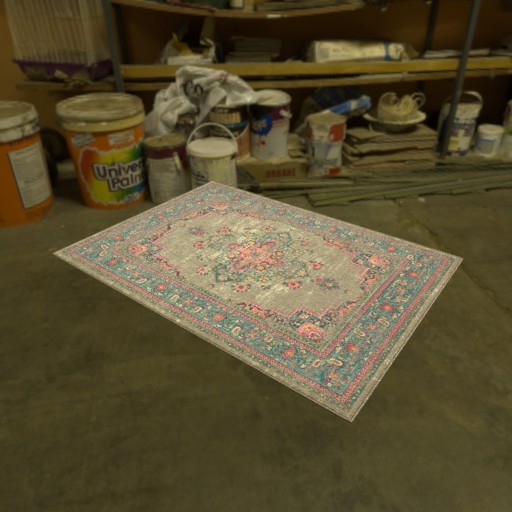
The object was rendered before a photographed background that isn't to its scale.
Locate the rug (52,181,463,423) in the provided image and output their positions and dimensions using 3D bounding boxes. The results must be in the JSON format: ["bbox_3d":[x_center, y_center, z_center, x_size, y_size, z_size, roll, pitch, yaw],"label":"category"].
[{"bbox_3d":[0.000,0.000,2.940,2.214,0.013,1.609,22,38,31],"label":"rug"}]
